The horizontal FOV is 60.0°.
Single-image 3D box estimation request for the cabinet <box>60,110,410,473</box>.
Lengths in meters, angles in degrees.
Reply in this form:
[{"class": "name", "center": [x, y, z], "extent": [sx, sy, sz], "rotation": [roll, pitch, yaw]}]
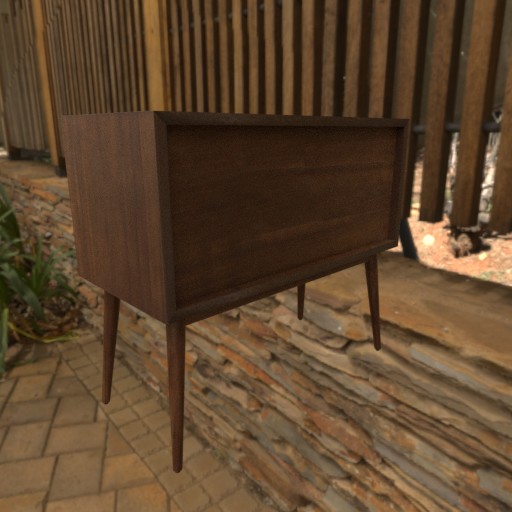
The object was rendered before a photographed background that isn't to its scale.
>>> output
[{"class": "cabinet", "center": [0.000, 0.000, 1.097], "extent": [0.743, 0.654, 0.354], "rotation": [-15, 21, -41]}]
